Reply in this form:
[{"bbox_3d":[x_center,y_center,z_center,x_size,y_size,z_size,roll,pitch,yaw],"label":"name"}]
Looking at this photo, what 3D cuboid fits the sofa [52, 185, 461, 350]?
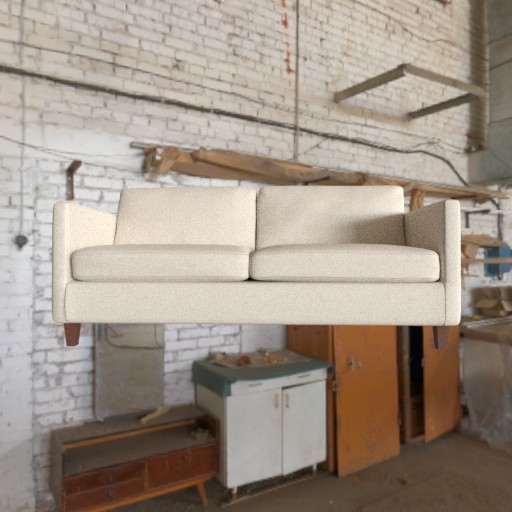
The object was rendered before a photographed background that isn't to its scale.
[{"bbox_3d":[0.000,0.000,2.560,1.981,0.889,0.965,0,0,3],"label":"sofa"}]
